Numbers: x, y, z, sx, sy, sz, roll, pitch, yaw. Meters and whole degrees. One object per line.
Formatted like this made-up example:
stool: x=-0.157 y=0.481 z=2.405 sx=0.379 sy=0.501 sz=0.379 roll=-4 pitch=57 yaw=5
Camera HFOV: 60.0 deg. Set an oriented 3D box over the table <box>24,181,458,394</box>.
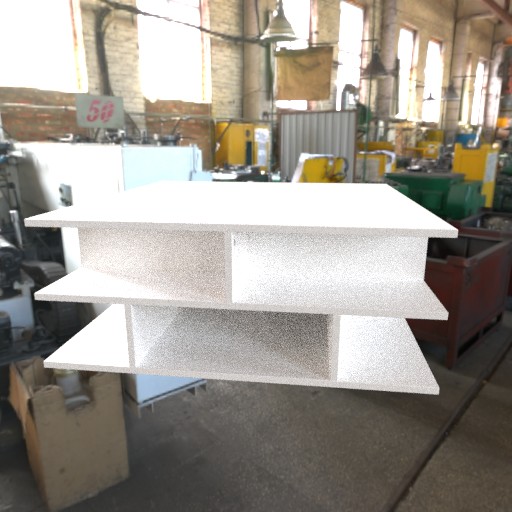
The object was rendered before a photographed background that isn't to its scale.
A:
table: x=0.000 y=0.000 z=1.078 sx=0.700 sy=0.289 sz=0.700 roll=2 pitch=15 yaw=7
